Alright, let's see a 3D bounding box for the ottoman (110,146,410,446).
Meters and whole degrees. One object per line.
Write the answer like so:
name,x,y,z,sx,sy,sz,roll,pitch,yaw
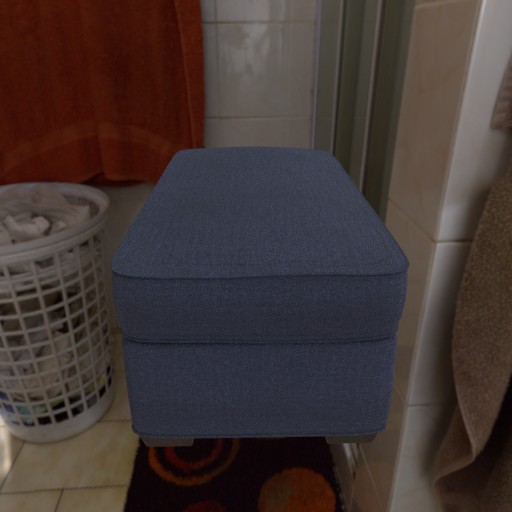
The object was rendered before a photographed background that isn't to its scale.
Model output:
ottoman,0.000,0.000,1.165,0.505,0.453,0.895,0,26,-1
